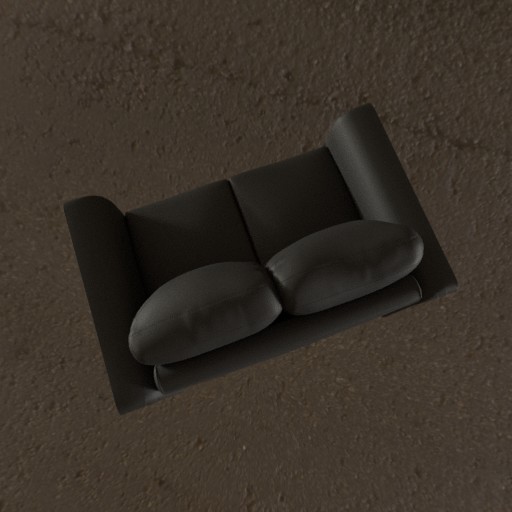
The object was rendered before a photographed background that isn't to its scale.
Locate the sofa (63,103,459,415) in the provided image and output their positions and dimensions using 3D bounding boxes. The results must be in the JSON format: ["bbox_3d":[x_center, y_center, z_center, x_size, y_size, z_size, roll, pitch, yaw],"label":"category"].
[{"bbox_3d":[0.000,0.000,1.957,1.386,0.845,0.887,-19,77,-5],"label":"sofa"}]
